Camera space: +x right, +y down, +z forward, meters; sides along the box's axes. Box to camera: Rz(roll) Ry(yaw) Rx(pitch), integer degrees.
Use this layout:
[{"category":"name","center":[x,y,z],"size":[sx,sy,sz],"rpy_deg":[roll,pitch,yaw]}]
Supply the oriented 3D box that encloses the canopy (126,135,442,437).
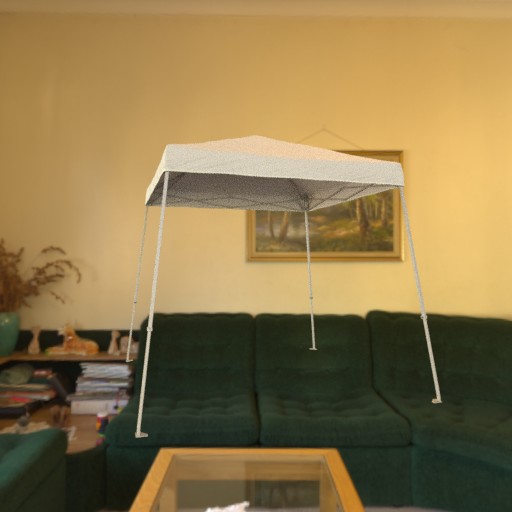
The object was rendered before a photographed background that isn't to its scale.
[{"category":"canopy","center":[0.000,0.000,6.589],"size":[3.600,3.600,3.599],"rpy_deg":[0,-1,-18]}]
